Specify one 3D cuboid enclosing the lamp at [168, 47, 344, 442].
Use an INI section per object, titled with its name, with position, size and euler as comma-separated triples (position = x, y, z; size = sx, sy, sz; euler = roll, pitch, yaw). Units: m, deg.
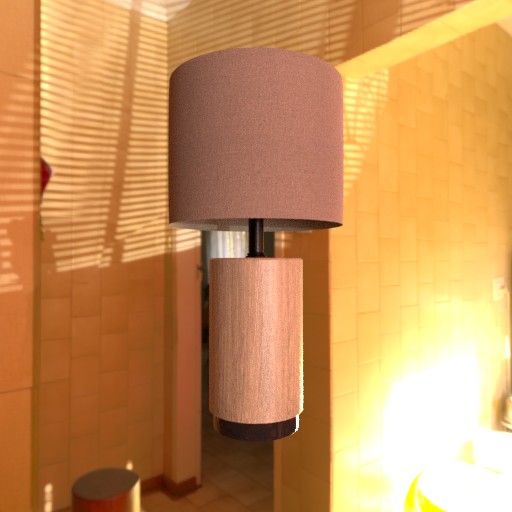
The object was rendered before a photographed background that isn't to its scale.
[lamp]
position = 0.000, 0.000, 0.585
size = 0.228, 0.444, 0.228
euler = 0, -1, 19
